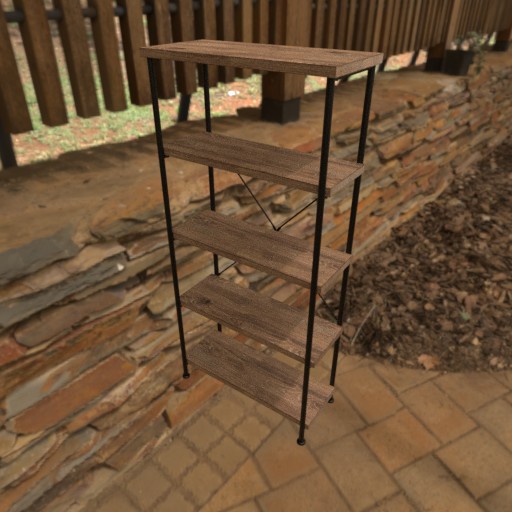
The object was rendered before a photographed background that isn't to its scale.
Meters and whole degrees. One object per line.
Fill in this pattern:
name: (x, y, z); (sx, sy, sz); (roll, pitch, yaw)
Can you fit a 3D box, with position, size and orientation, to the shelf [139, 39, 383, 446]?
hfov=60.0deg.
shelf: (0.000, 0.000, 2.006); (0.800, 1.700, 0.360); (20, 36, 29)
